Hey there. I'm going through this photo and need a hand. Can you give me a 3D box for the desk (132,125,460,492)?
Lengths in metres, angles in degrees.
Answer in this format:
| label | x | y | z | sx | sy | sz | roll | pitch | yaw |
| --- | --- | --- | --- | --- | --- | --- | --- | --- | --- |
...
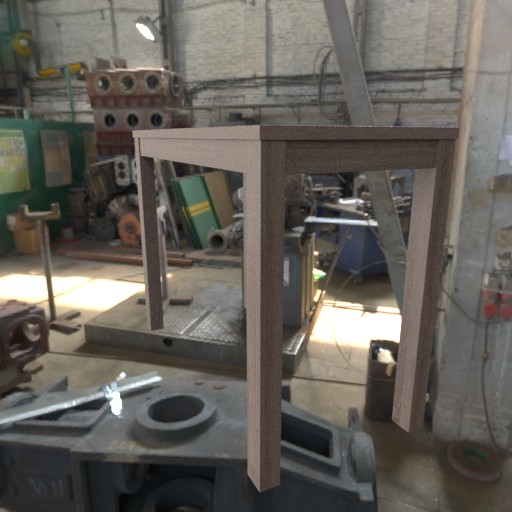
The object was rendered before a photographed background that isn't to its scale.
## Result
| label | x | y | z | sx | sy | sz | roll | pitch | yaw |
| --- | --- | --- | --- | --- | --- | --- | --- | --- | --- |
| desk | 0.000 | 0.000 | 1.386 | 0.495 | 0.762 | 0.991 | -8 | 17 | -26 |
